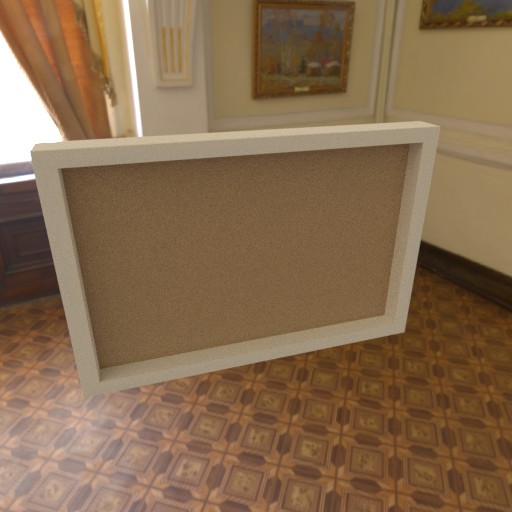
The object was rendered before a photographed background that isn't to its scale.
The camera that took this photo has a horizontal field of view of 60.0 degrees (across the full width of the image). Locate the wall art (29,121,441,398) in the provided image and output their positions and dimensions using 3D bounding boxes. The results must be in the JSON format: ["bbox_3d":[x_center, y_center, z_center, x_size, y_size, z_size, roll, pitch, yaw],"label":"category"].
[{"bbox_3d":[0.000,0.000,0.470,0.384,0.254,0.039,-8,27,-15],"label":"wall art"}]
